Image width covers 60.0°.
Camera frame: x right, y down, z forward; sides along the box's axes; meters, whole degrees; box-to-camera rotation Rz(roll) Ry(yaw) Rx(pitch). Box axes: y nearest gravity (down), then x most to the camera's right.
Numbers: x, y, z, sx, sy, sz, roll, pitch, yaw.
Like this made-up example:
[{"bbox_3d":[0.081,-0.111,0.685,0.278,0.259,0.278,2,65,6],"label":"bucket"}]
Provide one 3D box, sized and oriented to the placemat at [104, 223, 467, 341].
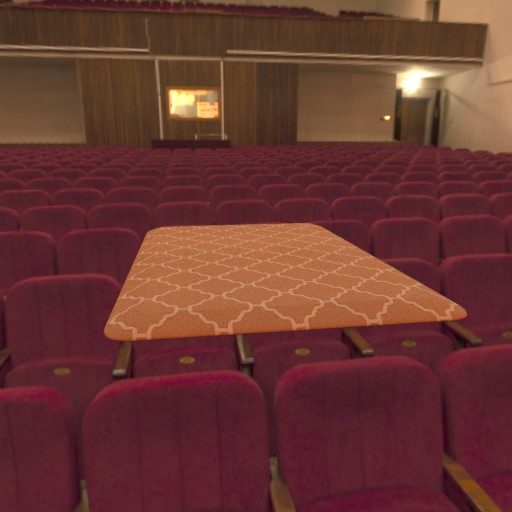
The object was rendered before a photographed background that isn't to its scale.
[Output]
[{"bbox_3d":[0.000,0.000,0.942,0.508,0.021,0.762,-2,14,-9],"label":"placemat"}]
